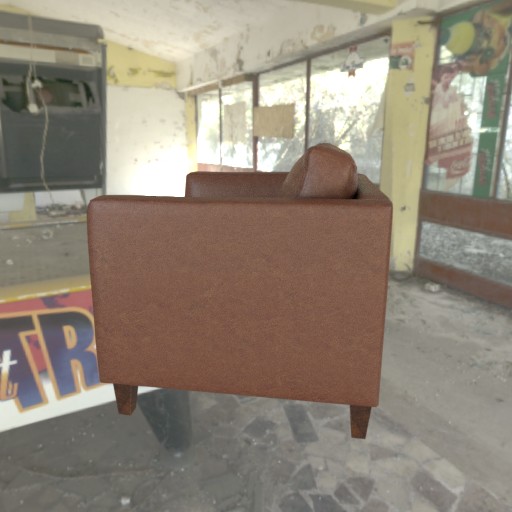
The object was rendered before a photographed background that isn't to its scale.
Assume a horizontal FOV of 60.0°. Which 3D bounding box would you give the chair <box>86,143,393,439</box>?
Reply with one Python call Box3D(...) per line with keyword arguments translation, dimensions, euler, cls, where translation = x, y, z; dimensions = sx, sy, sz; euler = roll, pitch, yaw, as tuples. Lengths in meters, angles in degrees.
Box3D(translation=(0.000, 0.000, 1.854), dimensions=(0.959, 0.917, 1.107), euler=(2, 15, 9), cls="chair")
